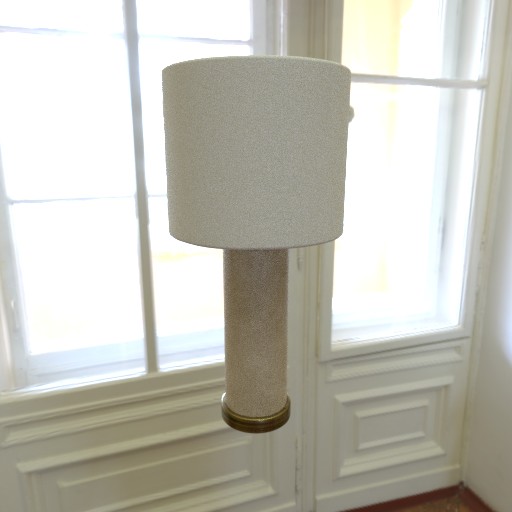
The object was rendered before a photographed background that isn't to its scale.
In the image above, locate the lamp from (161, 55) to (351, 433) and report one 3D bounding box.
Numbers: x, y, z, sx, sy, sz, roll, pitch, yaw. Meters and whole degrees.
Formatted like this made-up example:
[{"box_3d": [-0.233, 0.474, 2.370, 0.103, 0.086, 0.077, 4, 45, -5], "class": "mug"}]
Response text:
[{"box_3d": [0.000, 0.000, 0.797, 0.305, 0.634, 0.305, 7, 16, 27], "class": "lamp"}]
